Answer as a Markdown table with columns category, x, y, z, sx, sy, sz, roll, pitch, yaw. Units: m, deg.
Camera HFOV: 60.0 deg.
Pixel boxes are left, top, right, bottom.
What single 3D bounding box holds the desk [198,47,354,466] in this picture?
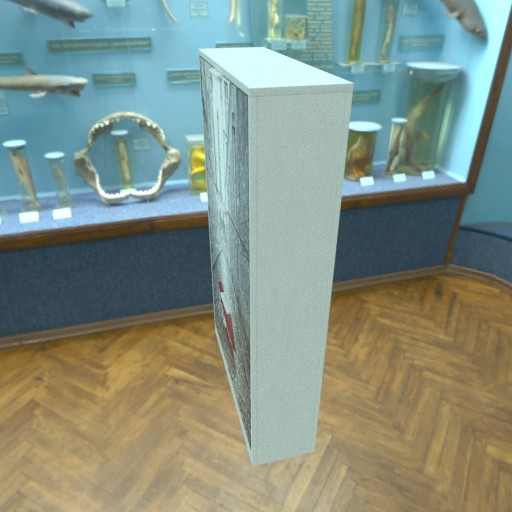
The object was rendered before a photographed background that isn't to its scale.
| category | x | y | z | sx | sy | sz | roll | pitch | yaw |
| --- | --- | --- | --- | --- | --- | --- | --- | --- | --- |
| desk | 0.000 | 0.000 | 1.585 | 0.250 | 1.280 | 0.750 | -8 | 32 | -12 |
